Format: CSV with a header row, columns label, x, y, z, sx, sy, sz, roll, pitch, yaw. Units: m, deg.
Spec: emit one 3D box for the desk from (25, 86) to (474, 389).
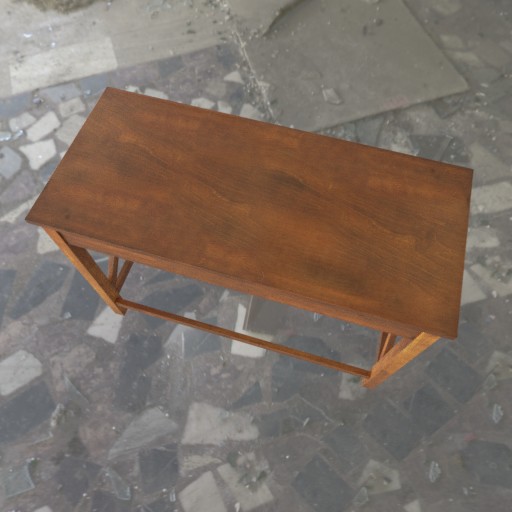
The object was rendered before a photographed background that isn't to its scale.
label,x,y,z,sx,sy,sz,roll,pitch,yaw
desk,0.000,0.000,1.540,1.117,0.762,0.508,15,64,7
